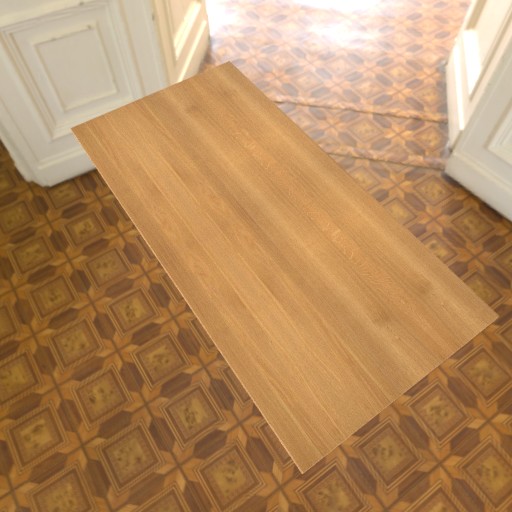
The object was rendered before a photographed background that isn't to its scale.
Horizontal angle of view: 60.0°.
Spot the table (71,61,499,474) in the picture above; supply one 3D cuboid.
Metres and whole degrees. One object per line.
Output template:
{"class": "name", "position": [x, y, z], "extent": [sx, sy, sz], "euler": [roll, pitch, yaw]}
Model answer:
{"class": "table", "position": [0.000, 0.000, 2.177], "extent": [0.900, 0.750, 1.800], "euler": [-31, 63, -17]}
